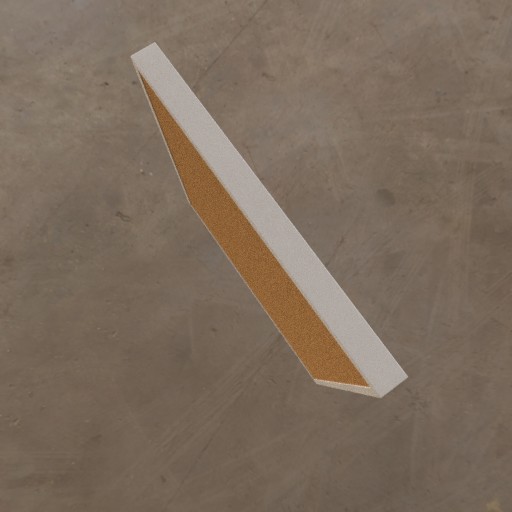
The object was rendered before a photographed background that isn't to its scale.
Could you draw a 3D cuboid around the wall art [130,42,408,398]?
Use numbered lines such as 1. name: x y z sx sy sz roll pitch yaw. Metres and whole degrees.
1. wall art: 0.000 0.000 0.761 0.037 0.508 0.508 -34 78 -8
